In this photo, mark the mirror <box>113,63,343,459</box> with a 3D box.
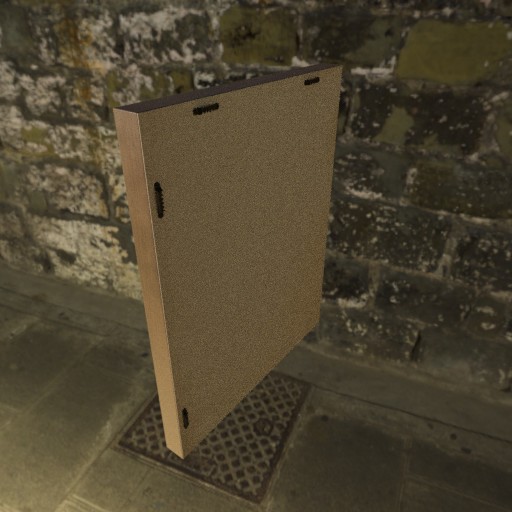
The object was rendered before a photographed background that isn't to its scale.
[{"bbox_3d":[0.000,0.000,0.684,0.041,0.508,0.405,21,36,31],"label":"mirror"}]
